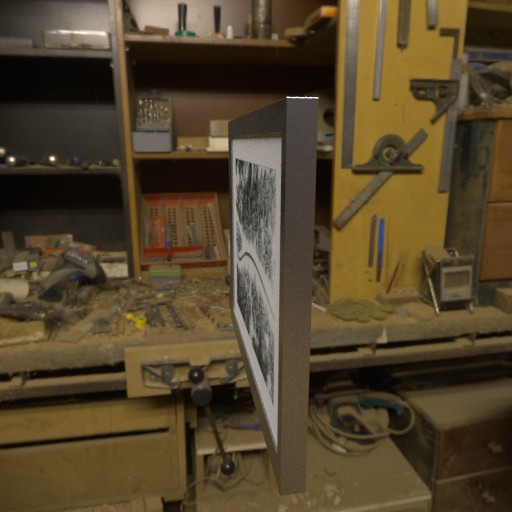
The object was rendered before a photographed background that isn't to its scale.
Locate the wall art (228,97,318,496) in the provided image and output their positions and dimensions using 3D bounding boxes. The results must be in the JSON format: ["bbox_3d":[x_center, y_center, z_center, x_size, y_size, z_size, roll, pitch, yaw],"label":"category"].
[{"bbox_3d":[0.000,0.000,0.747,0.032,0.456,0.557,-2,15,-9],"label":"wall art"}]
